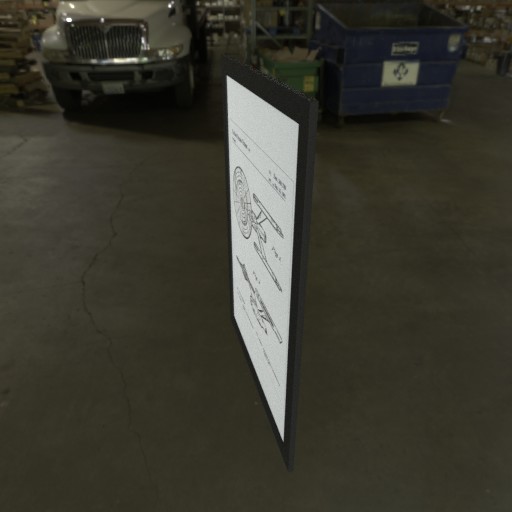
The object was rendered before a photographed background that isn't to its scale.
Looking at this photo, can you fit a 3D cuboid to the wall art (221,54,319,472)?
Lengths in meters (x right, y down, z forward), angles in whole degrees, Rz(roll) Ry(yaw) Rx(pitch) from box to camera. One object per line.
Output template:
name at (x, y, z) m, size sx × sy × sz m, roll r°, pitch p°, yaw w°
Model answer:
wall art at (0.000, 0.000, 0.682) m, size 0.008 × 0.530 × 0.379 m, roll -8°, pitch 31°, yaw -14°
